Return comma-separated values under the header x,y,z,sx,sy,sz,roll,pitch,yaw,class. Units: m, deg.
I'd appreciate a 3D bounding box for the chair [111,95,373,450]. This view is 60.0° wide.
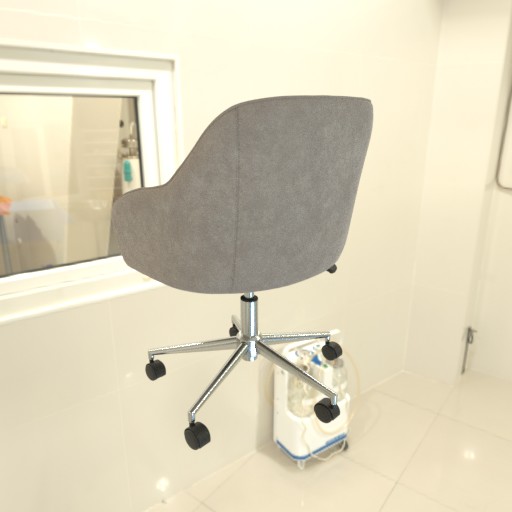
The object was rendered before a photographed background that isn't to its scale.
x,y,z,sx,sy,sz,roll,pitch,yaw,class
0.000,0.000,1.250,0.573,0.831,0.635,16,24,42,chair
